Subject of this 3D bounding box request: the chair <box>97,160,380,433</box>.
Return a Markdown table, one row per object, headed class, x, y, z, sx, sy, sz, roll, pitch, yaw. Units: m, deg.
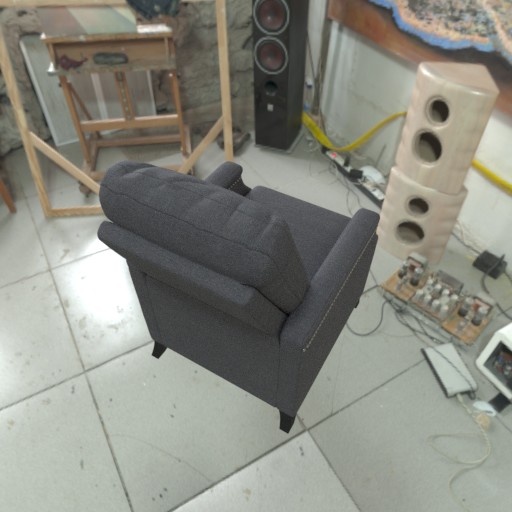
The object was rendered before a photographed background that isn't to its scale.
| class | x | y | z | sx | sy | sz | roll | pitch | yaw |
| --- | --- | --- | --- | --- | --- | --- | --- | --- | --- |
| chair | 0.000 | 0.000 | 1.673 | 0.710 | 1.049 | 0.922 | 23 | 51 | 21 |
